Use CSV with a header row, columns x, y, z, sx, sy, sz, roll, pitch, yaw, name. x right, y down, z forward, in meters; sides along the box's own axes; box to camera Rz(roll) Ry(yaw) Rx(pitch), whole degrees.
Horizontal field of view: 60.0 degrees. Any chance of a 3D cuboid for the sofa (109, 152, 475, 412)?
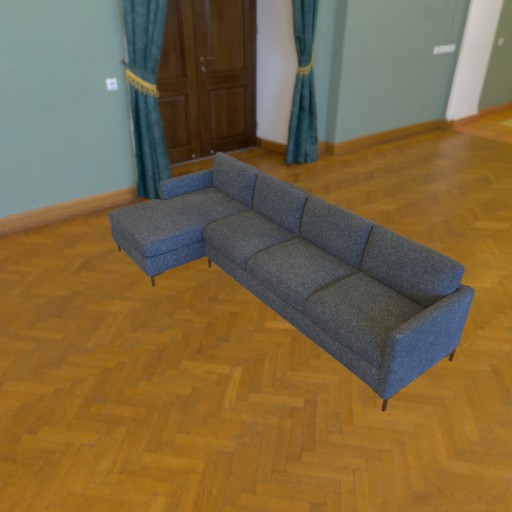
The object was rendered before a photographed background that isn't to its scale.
x,y,z,sx,sy,sz,roll,pitch,yaw,name
0.000,0.000,3.545,1.350,0.810,2.932,-22,37,-31,sofa
